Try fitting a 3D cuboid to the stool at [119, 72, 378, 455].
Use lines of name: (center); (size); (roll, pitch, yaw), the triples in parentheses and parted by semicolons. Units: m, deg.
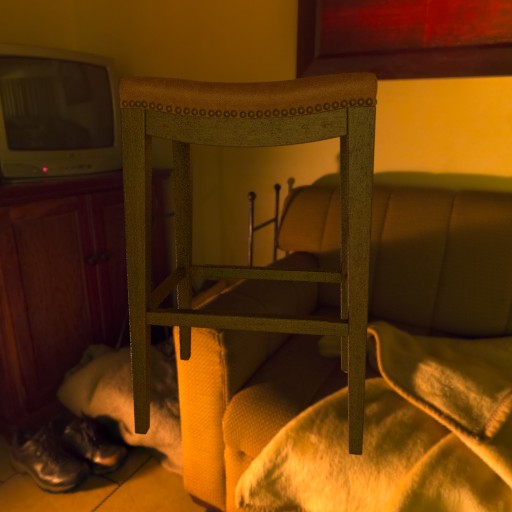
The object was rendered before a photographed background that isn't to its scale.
stool: (0.000, 0.000, 1.032); (0.500, 0.759, 0.361); (2, 16, 8)
